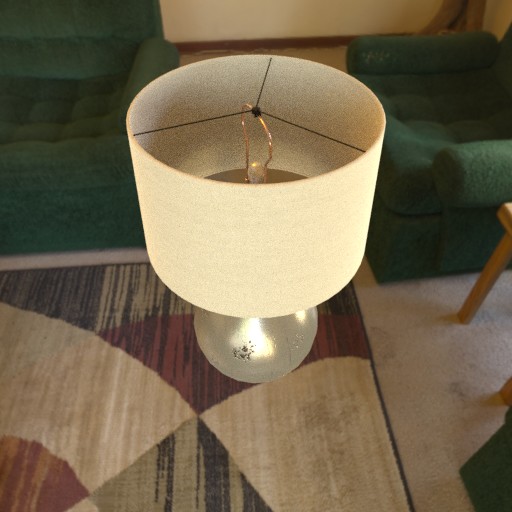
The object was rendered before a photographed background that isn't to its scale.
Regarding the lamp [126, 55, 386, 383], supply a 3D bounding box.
[{"bbox_3d":[0.000,0.000,0.723,0.330,0.521,0.330,0,47,0],"label":"lamp"}]
